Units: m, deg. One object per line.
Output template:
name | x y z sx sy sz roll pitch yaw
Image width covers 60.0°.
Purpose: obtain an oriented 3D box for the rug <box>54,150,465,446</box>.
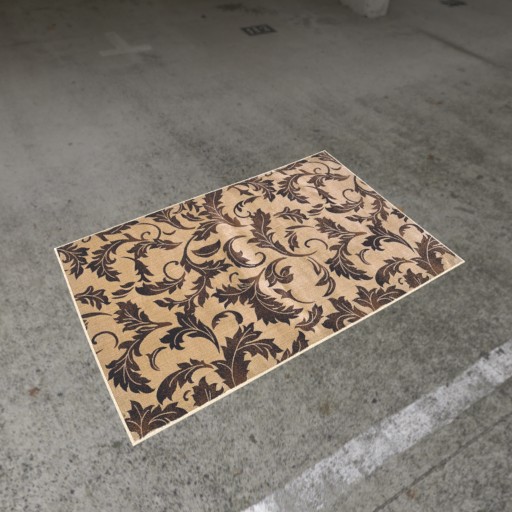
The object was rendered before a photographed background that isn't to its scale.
rug | 0.000 0.000 2.929 2.284 0.008 1.522 -24 51 -21
